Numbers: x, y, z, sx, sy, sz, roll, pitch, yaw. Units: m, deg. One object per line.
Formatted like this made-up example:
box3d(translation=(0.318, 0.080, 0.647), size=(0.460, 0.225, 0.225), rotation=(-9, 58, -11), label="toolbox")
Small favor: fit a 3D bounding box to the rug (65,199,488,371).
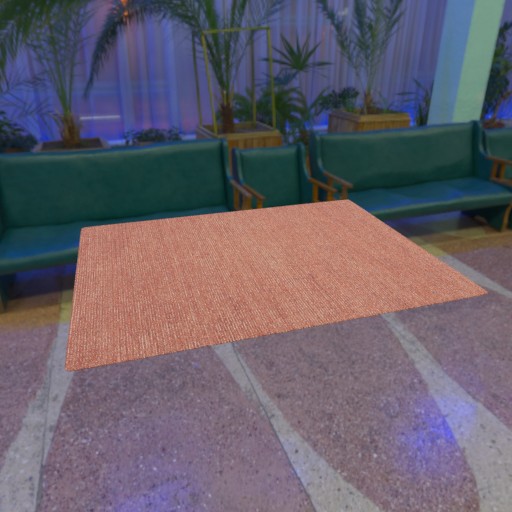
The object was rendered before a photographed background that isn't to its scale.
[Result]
box3d(translation=(0.000, 0.000, 2.750), size=(2.112, 0.009, 1.594), rotation=(-8, 27, -15), label="rug")
